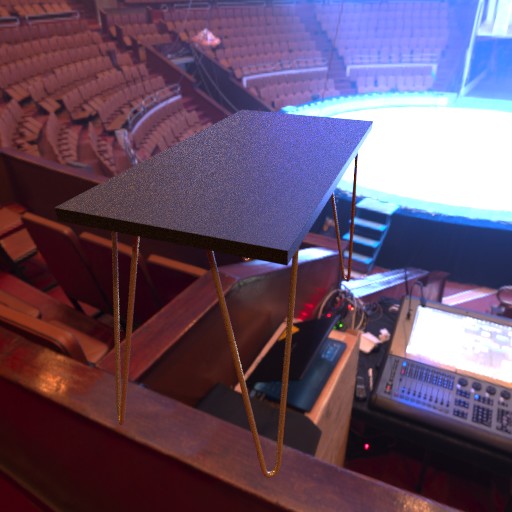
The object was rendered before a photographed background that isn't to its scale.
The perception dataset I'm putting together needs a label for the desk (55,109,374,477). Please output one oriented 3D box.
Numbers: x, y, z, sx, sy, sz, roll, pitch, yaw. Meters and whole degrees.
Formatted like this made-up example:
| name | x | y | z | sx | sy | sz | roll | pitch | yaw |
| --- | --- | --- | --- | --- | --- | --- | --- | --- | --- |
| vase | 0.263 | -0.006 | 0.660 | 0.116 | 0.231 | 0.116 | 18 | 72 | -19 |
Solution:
| name | x | y | z | sx | sy | sz | roll | pitch | yaw |
| --- | --- | --- | --- | --- | --- | --- | --- | --- | --- |
| desk | 0.000 | 0.000 | 1.392 | 0.499 | 0.660 | 0.991 | 11 | 32 | 18 |
